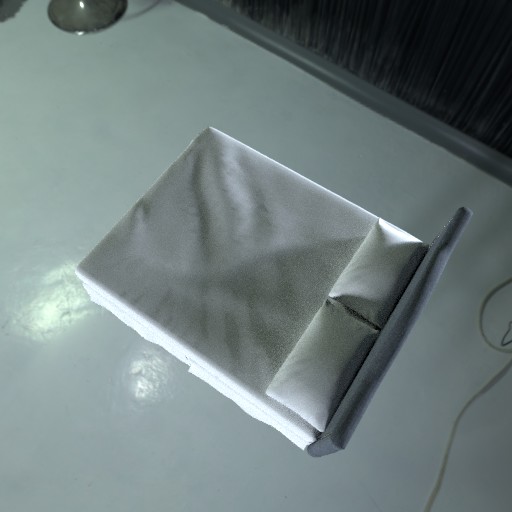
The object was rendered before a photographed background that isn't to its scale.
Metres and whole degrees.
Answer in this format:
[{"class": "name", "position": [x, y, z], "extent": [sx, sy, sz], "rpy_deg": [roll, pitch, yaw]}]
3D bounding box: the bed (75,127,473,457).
[{"class": "bed", "position": [0.000, 0.000, 3.933], "extent": [2.689, 1.457, 2.161], "rpy_deg": [32, 68, 14]}]
